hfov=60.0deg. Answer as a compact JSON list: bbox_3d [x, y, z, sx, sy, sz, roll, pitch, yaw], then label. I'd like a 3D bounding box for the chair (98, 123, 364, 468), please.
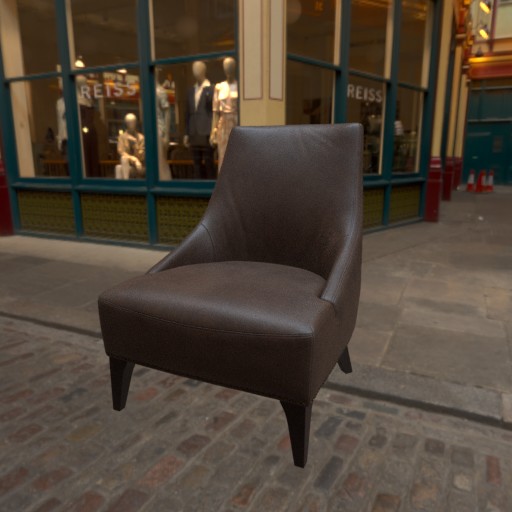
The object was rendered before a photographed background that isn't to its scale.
[{"bbox_3d":[0.000,0.000,1.531,0.701,0.909,0.861,6,15,24],"label":"chair"}]
